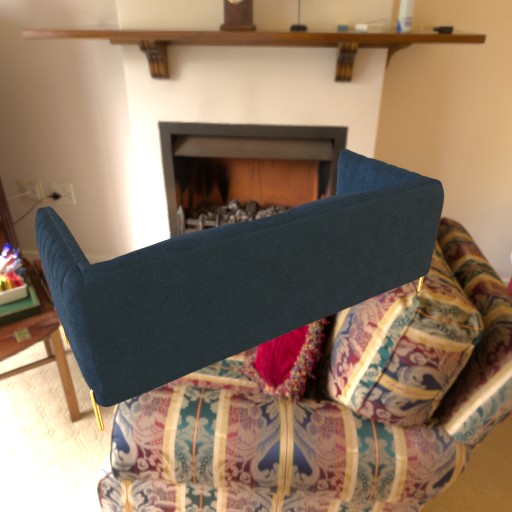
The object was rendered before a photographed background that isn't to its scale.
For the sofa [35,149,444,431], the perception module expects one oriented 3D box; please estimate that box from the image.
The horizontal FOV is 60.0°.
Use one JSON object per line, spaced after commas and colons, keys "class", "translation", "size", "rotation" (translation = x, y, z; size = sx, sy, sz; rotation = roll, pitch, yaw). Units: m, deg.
{"class": "sofa", "translation": [0.000, 0.000, 2.542], "size": [2.136, 0.793, 0.896], "rotation": [-17, 33, -28]}
